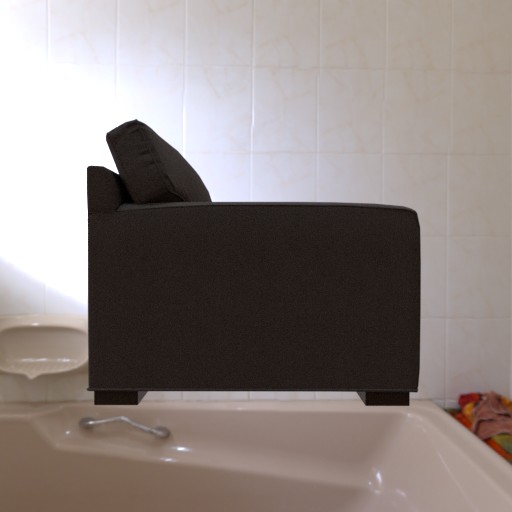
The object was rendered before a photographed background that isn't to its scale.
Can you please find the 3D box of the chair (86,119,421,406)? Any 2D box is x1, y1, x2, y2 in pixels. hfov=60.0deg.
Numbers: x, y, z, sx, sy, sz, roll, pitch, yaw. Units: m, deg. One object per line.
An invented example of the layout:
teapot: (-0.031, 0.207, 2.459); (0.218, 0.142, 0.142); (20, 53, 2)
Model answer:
chair: (0.000, 0.000, 1.850); (1.043, 0.913, 0.997); (0, 1, 0)
